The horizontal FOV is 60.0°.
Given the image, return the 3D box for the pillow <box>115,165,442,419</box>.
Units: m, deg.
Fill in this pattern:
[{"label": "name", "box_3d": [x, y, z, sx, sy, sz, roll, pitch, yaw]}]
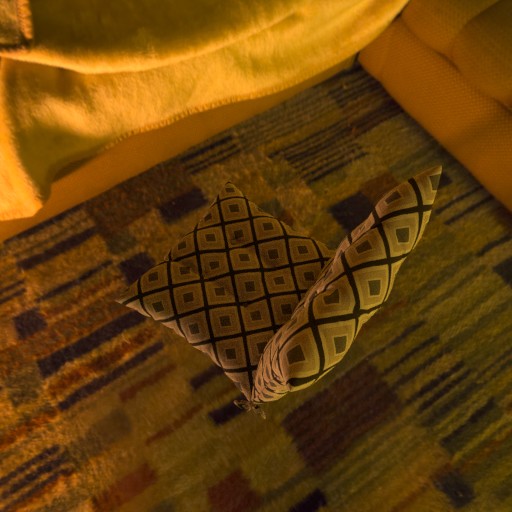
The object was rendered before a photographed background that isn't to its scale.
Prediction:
[{"label": "pillow", "box_3d": [0.000, 0.000, 1.031, 0.585, 0.536, 0.541, 33, 68, 15]}]
